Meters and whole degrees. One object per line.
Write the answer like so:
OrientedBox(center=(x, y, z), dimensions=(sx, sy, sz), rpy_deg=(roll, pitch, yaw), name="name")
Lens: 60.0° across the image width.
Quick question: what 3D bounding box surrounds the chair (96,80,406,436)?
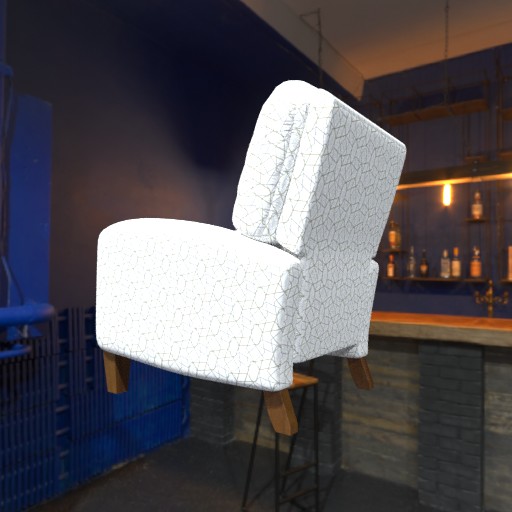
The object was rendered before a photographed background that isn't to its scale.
OrientedBox(center=(0.000, 0.000, 1.757), dimensions=(0.995, 1.064, 0.796), rpy_deg=(-1, -2, 36), name="chair")
